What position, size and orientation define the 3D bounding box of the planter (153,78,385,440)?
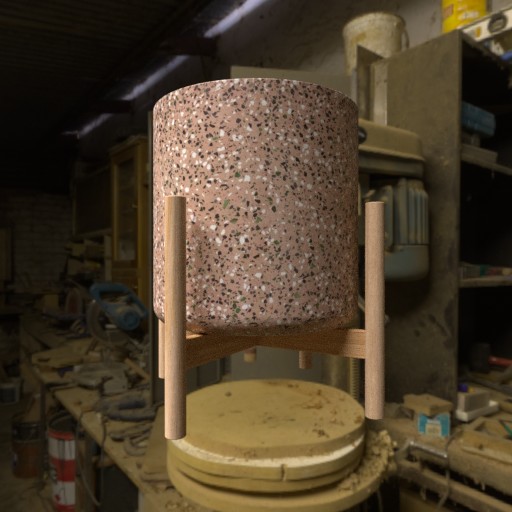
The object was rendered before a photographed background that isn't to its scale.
[{"bbox_3d":[0.000,0.000,0.673,0.360,0.419,0.360,0,0,-36],"label":"planter"}]
